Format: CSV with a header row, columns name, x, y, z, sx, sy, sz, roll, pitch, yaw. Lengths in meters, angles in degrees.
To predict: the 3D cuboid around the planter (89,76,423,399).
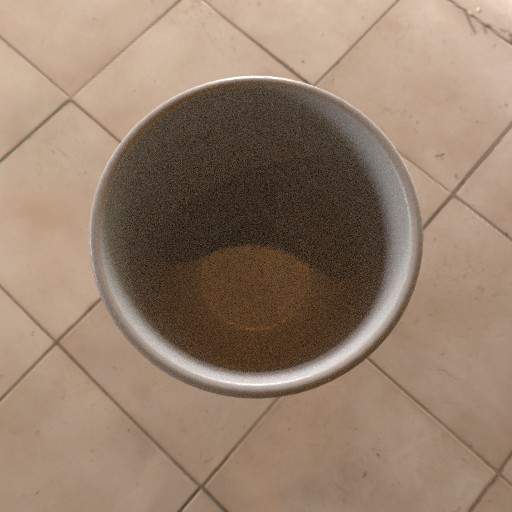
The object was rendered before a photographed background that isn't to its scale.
name,x,y,z,sx,sy,sz,roll,pitch,yaw
planter,0.000,0.000,0.297,0.170,0.152,0.170,0,77,0
